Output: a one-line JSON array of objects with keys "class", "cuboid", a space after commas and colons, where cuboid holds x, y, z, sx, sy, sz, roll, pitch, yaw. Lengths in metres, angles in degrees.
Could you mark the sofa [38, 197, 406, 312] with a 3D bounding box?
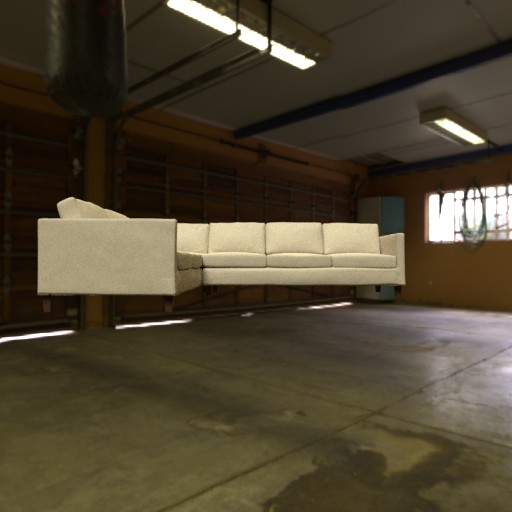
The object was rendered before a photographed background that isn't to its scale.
[{"class": "sofa", "cuboid": [0.000, 0.000, 4.415, 3.182, 0.863, 2.432, 0, -1, 0]}]
